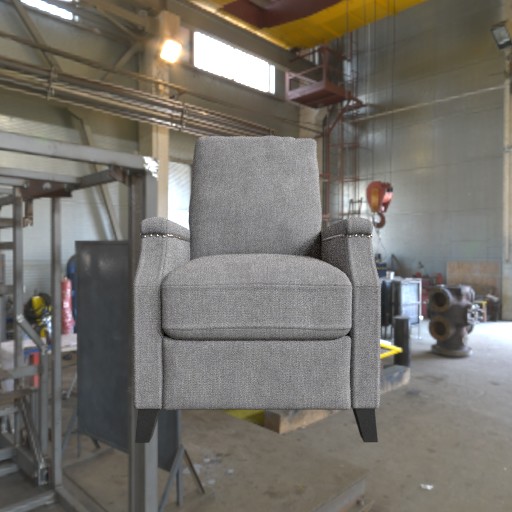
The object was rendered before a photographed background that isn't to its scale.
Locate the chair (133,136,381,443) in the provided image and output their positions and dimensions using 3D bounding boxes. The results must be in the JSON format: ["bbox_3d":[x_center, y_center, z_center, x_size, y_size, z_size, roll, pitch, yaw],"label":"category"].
[{"bbox_3d":[0.000,0.000,1.662,0.710,1.049,0.922,0,1,0],"label":"chair"}]
